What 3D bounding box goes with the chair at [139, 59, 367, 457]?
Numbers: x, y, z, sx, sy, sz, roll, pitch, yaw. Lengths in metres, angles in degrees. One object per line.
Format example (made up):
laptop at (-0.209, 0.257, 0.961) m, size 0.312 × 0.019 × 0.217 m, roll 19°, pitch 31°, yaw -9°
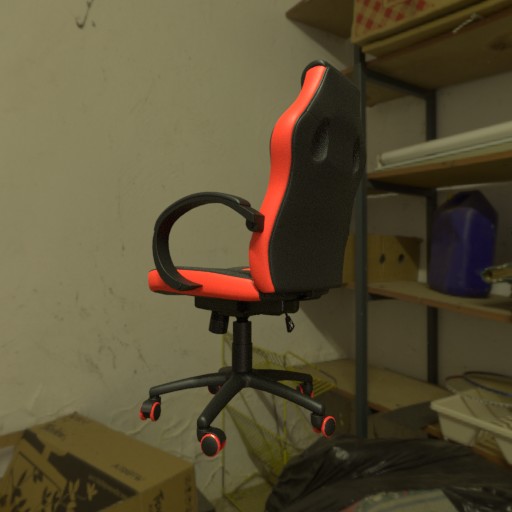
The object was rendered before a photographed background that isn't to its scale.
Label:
chair at (0.000, 0.000, 1.389) m, size 0.642 × 1.016 × 0.600 m, roll -1°, pitch -2°, yaw 36°
